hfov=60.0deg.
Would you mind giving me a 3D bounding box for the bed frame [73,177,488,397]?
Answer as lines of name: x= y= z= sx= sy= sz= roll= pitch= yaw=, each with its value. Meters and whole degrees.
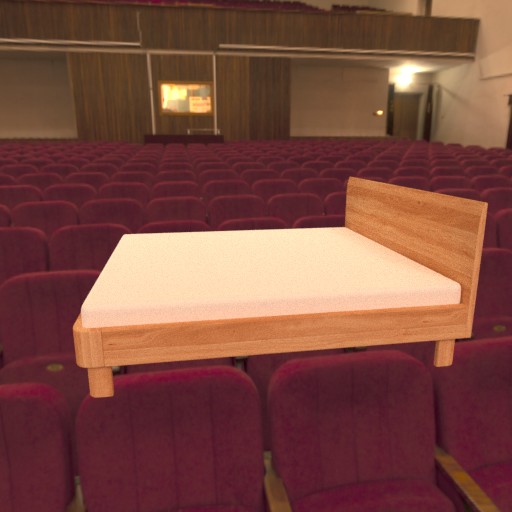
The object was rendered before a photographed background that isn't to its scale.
bed frame: x=0.000 y=0.000 z=3.107 sx=2.092 sy=0.940 sz=1.872 roll=-2 pitch=14 yaw=-10
